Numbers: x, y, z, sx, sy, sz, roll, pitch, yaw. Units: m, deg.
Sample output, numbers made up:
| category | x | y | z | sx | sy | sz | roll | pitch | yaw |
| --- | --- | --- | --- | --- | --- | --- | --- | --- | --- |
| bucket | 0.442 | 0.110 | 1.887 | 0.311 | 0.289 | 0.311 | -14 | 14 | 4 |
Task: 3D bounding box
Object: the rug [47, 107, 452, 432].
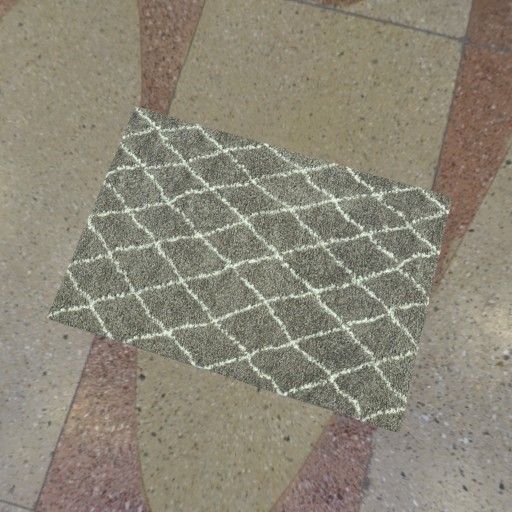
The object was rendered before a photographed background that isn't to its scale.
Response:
| category | x | y | z | sx | sy | sz | roll | pitch | yaw |
| --- | --- | --- | --- | --- | --- | --- | --- | --- | --- |
| rug | 0.000 | 0.000 | 2.254 | 1.778 | 0.030 | 1.219 | 17 | 77 | 4 |
